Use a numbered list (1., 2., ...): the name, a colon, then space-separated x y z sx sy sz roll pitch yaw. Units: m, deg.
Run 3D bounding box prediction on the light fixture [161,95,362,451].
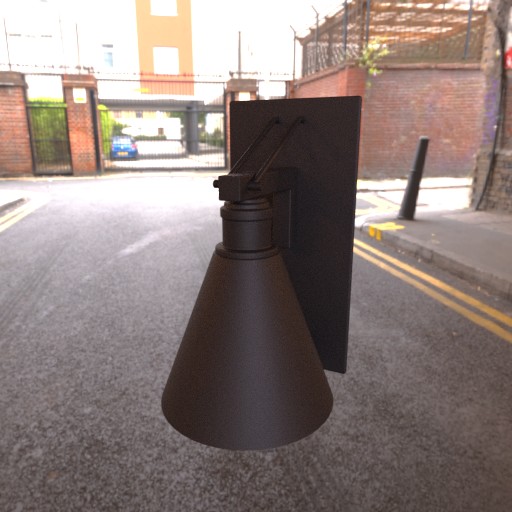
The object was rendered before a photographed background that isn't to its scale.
1. light fixture: 0.000 0.000 0.426 0.170 0.298 0.207 7 16 26
